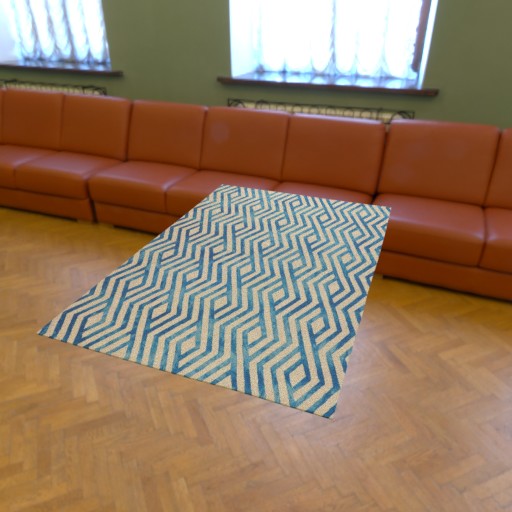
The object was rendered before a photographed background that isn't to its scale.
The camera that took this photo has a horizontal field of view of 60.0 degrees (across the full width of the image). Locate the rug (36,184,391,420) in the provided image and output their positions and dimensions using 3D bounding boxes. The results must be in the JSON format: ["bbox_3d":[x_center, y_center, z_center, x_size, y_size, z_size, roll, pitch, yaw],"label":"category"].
[{"bbox_3d":[0.000,0.000,2.358,1.225,0.008,1.830,10,31,18],"label":"rug"}]
